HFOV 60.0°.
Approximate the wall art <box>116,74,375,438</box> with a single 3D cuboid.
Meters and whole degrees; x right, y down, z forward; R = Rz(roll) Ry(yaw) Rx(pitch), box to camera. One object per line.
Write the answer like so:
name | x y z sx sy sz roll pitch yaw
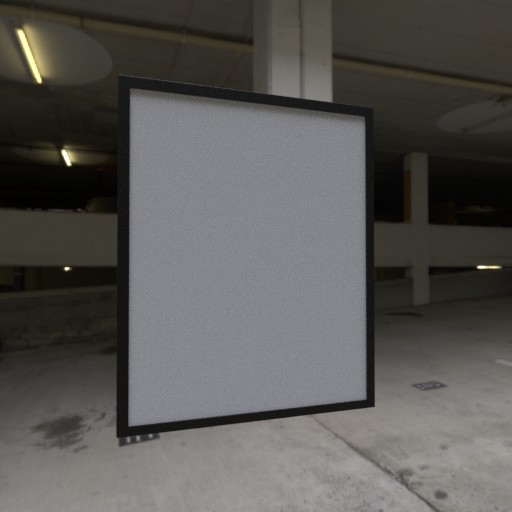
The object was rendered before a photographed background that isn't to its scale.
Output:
wall art | 0.000 0.000 0.544 0.325 0.397 0.018 0 -1 -19
